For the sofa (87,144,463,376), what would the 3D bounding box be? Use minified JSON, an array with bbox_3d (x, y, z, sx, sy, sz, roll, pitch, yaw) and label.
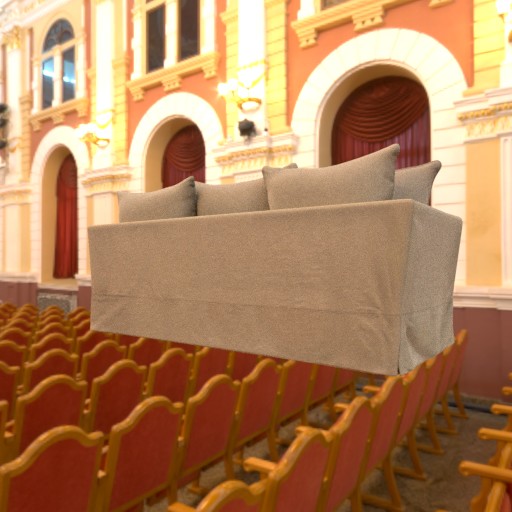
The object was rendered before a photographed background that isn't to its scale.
[{"bbox_3d":[0.000,0.000,2.867,2.290,1.034,1.031,-1,-1,36],"label":"sofa"}]
